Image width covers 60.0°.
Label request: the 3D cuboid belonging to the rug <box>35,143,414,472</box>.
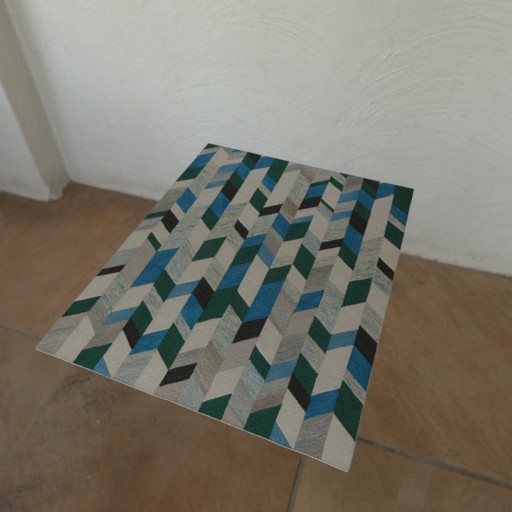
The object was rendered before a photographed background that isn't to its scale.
[{"bbox_3d":[0.000,0.000,4.042,2.440,0.008,3.036,16,49,14],"label":"rug"}]
